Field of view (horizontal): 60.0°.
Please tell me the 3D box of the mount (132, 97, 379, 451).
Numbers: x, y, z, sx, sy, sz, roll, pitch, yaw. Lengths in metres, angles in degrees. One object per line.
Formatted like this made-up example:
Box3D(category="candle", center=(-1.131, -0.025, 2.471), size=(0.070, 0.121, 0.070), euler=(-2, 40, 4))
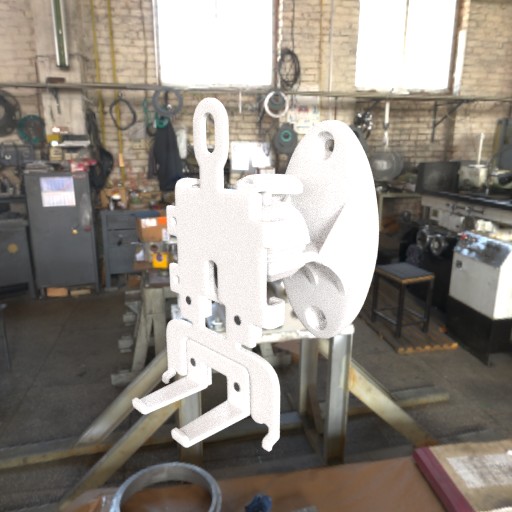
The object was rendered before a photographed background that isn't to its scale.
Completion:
Box3D(category="mount", center=(0.000, 0.000, 0.179), size=(0.100, 0.118, 0.066), euler=(-14, 20, -43))
